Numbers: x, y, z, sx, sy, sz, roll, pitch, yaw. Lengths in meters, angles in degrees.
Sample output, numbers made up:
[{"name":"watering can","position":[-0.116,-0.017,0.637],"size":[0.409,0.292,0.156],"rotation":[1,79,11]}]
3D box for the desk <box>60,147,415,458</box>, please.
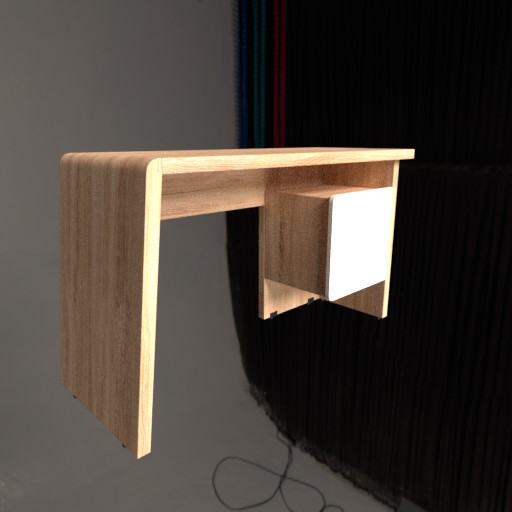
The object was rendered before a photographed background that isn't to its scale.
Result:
[{"name":"desk","position":[0.000,0.000,1.627],"size":[1.300,0.750,0.500],"rotation":[-14,20,-42]}]
